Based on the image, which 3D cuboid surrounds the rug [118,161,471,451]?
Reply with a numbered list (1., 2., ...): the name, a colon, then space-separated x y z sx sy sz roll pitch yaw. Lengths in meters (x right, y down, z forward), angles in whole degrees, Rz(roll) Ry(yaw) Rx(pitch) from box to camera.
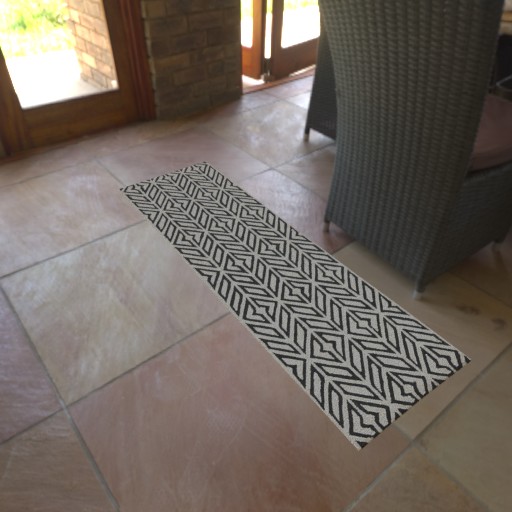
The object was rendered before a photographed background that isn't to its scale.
1. rug: 0.000 0.000 2.675 0.750 0.009 2.435 -25 46 -27
